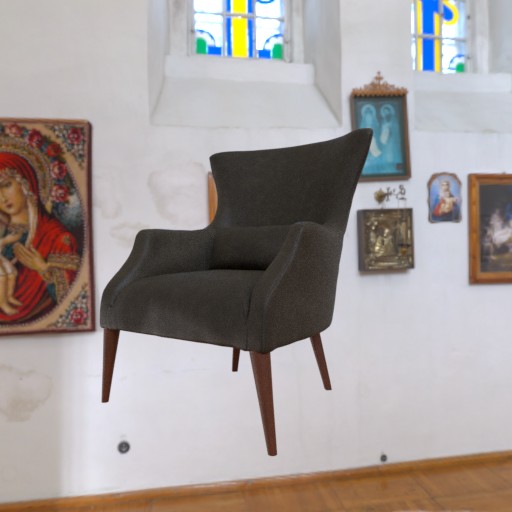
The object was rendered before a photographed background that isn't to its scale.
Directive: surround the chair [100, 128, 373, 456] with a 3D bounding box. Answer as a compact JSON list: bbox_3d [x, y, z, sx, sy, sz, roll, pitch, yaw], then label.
[{"bbox_3d":[0.000,0.000,1.771,0.819,1.068,0.954,0,1,35],"label":"chair"}]
